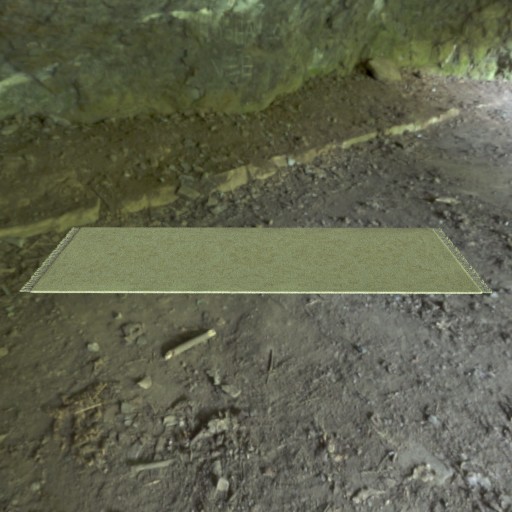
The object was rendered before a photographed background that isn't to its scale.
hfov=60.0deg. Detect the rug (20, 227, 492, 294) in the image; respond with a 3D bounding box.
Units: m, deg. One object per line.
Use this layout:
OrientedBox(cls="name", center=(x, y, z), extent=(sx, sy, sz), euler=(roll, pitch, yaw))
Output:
OrientedBox(cls="rug", center=(0.000, 0.000, 2.731), extent=(2.544, 0.015, 0.795), euler=(0, 29, 0))
